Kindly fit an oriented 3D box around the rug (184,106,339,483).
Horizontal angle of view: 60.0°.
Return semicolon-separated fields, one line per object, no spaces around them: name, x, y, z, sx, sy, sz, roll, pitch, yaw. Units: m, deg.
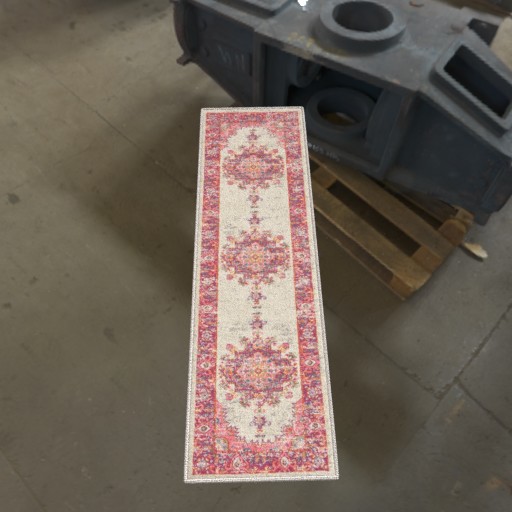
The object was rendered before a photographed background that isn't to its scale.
rug;0.000;0.000;2.008;0.562;0.009;1.824;-1;63;-1
